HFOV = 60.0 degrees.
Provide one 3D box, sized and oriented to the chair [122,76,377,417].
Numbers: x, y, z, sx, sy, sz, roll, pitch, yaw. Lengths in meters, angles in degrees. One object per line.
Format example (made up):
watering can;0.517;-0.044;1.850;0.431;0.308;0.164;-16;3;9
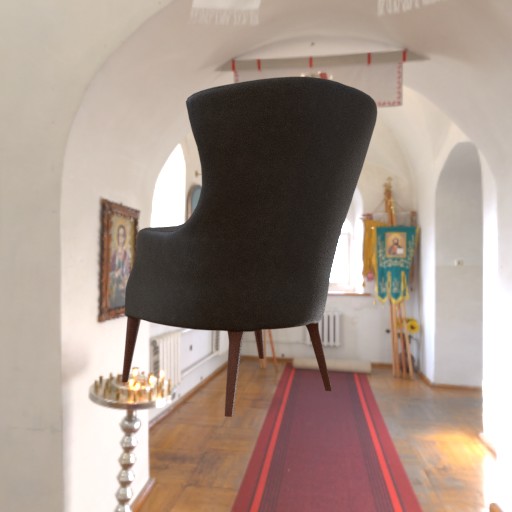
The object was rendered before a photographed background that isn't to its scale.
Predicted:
chair;0.000;0.000;1.756;0.819;1.068;0.954;0;0;-37
